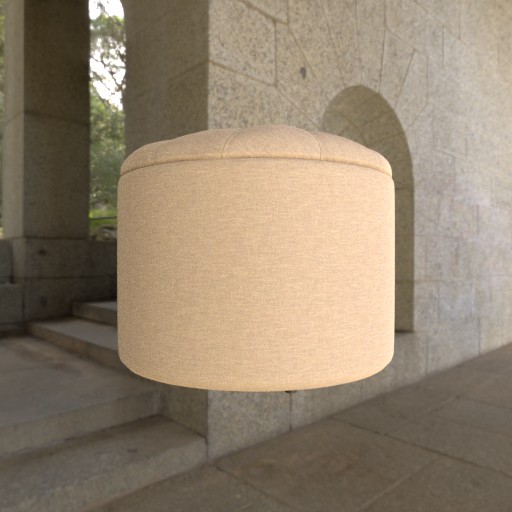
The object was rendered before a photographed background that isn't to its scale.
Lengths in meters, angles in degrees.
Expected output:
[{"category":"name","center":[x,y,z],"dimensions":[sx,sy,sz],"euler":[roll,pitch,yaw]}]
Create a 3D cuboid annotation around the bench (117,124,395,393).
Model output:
[{"category":"bench","center":[0.000,0.000,1.004],"dimensions":[0.600,0.454,0.600],"euler":[0,0,0]}]
